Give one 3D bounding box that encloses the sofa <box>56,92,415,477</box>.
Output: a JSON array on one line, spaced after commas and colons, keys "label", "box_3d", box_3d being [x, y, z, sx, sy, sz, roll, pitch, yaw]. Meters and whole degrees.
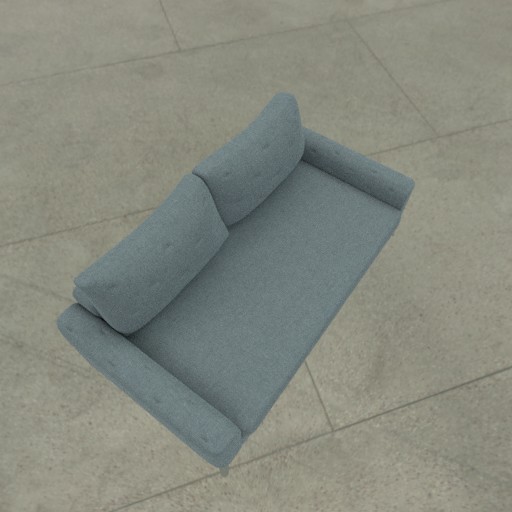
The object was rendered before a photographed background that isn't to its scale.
[{"label": "sofa", "box_3d": [0.000, 0.000, 2.119, 0.920, 0.790, 1.650, 32, 63, 18]}]
